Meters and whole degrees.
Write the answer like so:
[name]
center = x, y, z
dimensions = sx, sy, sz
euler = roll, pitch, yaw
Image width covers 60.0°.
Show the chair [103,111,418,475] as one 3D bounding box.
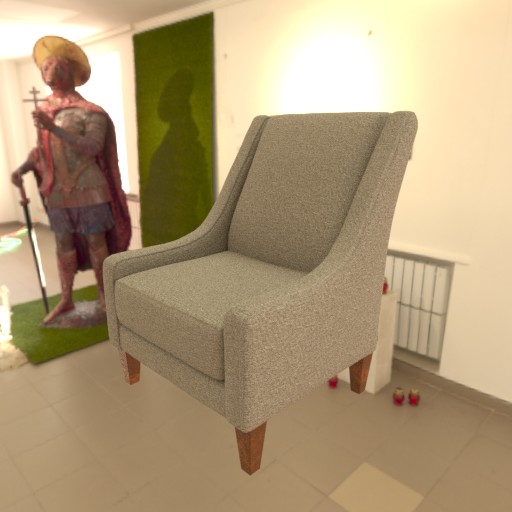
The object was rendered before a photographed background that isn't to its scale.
[chair]
center = 0.000, 0.000, 1.621
dimensions = 0.774, 1.016, 0.870
euler = 15, 22, 43
